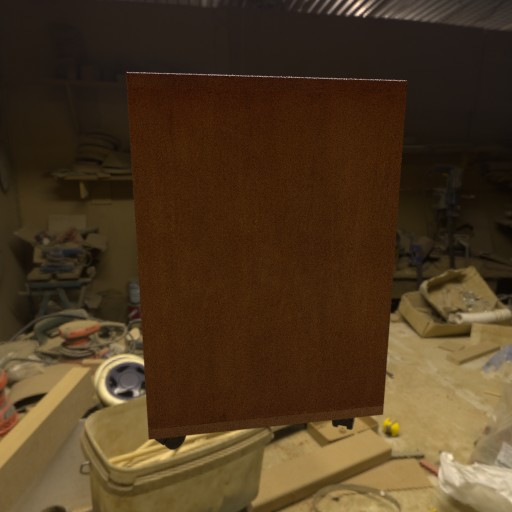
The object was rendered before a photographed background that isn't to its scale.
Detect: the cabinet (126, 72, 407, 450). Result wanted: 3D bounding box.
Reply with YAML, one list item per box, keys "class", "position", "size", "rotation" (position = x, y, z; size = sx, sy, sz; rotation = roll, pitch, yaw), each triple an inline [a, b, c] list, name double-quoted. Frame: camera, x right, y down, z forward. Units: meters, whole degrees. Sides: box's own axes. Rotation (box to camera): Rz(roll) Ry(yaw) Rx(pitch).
- class: "cabinet"
  position: [0.000, 0.000, 0.847]
  size: [0.401, 0.579, 0.409]
  rotation: [-2, 13, -10]
